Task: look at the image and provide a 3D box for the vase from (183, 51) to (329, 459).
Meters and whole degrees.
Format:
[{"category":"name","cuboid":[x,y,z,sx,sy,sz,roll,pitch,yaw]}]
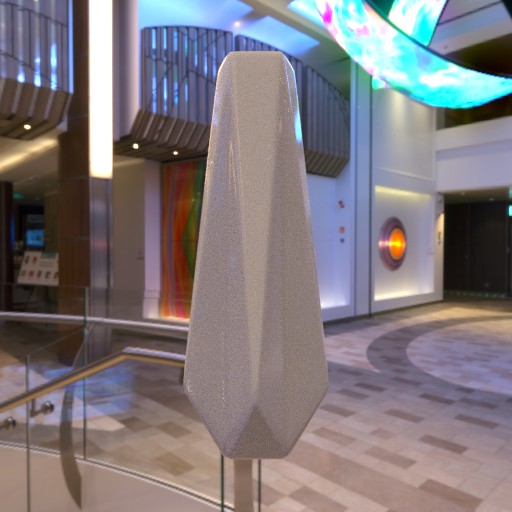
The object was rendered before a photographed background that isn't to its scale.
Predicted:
[{"category":"vase","cuboid":[0.000,0.000,0.382,0.122,0.329,0.116,0,1,0]}]
